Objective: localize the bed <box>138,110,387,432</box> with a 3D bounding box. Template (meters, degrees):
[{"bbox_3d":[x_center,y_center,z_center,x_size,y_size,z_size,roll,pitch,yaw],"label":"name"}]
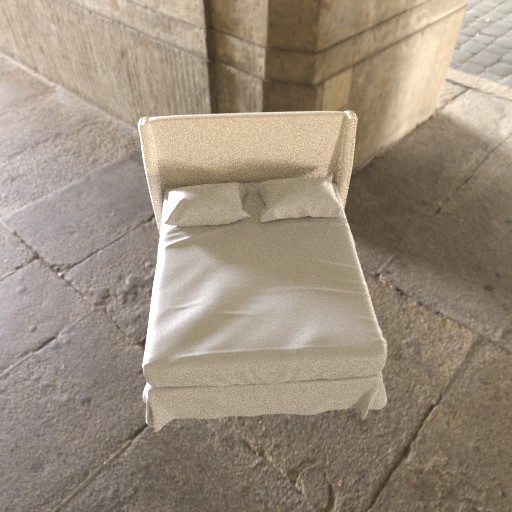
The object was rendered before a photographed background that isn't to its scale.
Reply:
[{"bbox_3d":[0.000,0.000,3.614,1.925,1.332,2.276,-3,47,-2],"label":"bed"}]
